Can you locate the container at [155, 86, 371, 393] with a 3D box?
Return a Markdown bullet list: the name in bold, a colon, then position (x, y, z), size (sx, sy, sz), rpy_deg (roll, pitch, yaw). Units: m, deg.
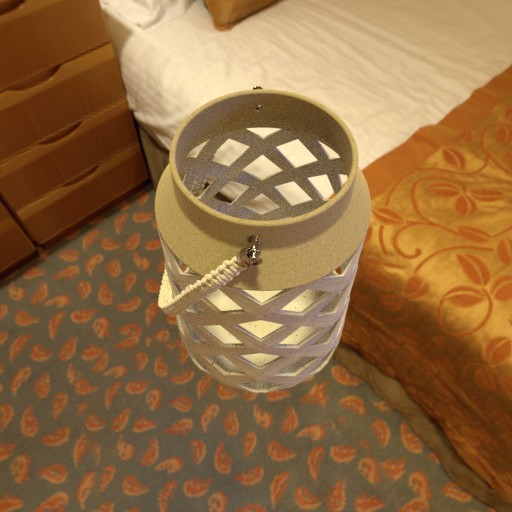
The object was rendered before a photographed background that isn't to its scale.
- **container**: position (0.000, 0.000, 0.404), size (0.198, 0.264, 0.188), rpy_deg (1, 58, 0)
